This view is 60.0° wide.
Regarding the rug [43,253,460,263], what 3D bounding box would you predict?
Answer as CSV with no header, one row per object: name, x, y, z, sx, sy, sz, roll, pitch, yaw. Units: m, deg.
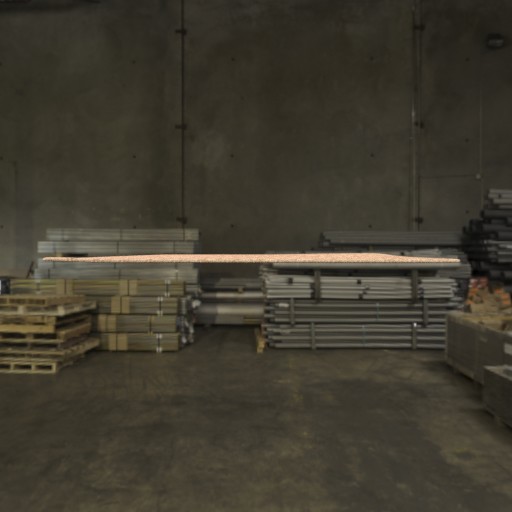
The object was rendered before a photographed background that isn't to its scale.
rug,0.000,0.000,4.094,2.453,0.043,3.052,0,1,1
